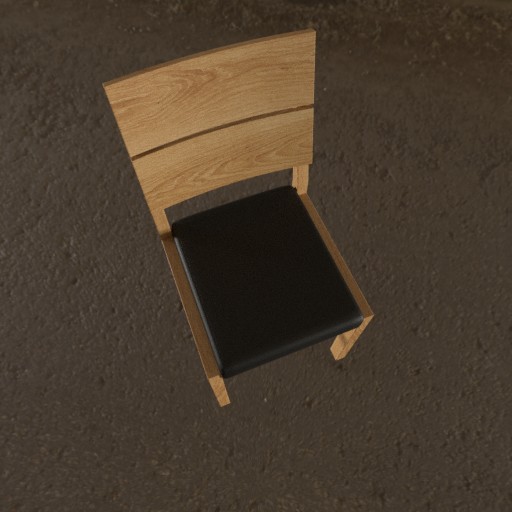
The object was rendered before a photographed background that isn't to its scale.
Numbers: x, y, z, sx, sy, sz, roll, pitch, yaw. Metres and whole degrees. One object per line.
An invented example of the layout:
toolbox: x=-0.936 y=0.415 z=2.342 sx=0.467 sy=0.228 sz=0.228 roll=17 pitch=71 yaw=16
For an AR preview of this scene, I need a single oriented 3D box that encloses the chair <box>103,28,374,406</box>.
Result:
chair: x=0.000 y=0.000 z=1.261 sx=0.475 sy=0.950 sz=0.569 roll=-19 pitch=65 yaw=-10
